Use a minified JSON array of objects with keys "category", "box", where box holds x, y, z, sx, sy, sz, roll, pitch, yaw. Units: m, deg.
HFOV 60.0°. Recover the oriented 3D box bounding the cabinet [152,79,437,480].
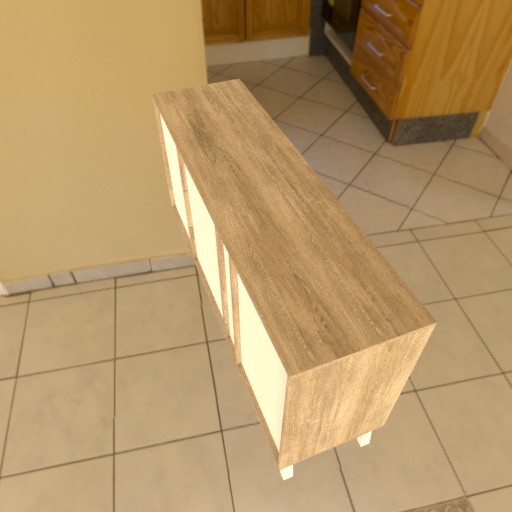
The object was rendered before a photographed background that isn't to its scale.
[{"category":"cabinet","box":[0.000,0.000,2.001,0.450,0.870,1.600,-16,49,-15]}]
